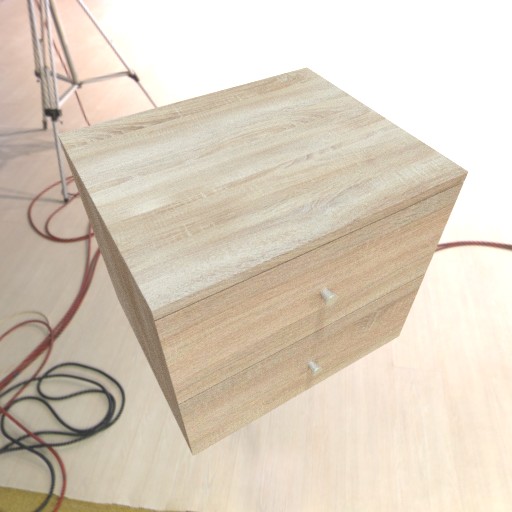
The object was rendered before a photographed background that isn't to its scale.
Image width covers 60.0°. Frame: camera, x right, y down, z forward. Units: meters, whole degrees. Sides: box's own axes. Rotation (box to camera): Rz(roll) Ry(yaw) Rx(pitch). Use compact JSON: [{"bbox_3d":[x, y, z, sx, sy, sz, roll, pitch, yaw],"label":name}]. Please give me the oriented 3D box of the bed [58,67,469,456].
[{"bbox_3d":[0.000,0.000,0.784,0.460,0.420,0.401,-23,51,-20],"label":"bed"}]
